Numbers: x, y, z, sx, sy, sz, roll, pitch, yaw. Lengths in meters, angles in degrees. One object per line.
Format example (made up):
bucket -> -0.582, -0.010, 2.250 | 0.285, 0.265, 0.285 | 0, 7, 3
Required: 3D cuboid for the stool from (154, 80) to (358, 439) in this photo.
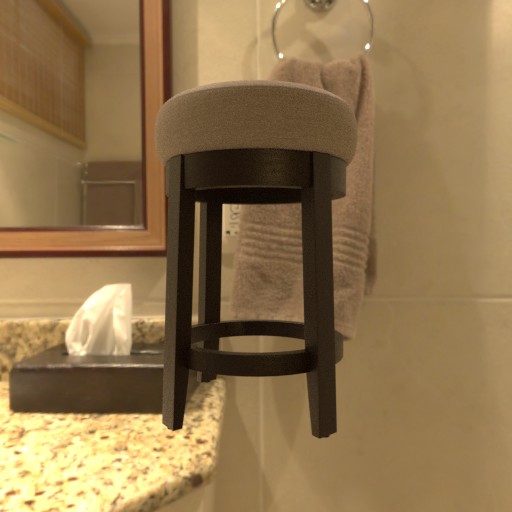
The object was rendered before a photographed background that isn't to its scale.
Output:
stool -> 0.000, 0.000, 0.997 | 0.443, 0.672, 0.443 | 0, 1, 0
